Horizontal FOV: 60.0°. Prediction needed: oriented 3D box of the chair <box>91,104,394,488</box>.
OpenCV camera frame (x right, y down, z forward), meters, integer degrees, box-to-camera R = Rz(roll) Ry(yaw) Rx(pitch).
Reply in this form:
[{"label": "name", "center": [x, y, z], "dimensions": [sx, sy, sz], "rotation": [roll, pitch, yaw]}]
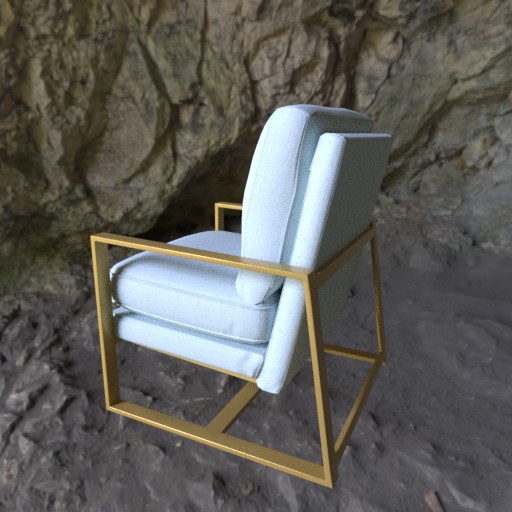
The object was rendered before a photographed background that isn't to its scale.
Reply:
[{"label": "chair", "center": [0.000, 0.000, 1.510], "dimensions": [0.813, 0.956, 0.758], "rotation": [7, 17, 25]}]
